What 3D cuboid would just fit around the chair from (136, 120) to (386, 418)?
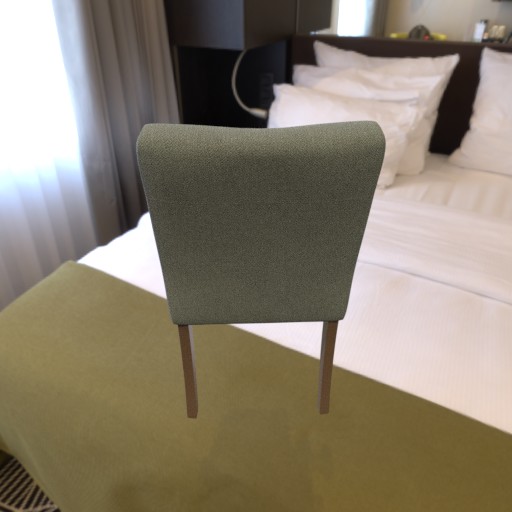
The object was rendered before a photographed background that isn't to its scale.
[{"bbox_3d":[0.000,0.000,1.240,0.487,0.882,0.629,-1,32,-2],"label":"chair"}]
